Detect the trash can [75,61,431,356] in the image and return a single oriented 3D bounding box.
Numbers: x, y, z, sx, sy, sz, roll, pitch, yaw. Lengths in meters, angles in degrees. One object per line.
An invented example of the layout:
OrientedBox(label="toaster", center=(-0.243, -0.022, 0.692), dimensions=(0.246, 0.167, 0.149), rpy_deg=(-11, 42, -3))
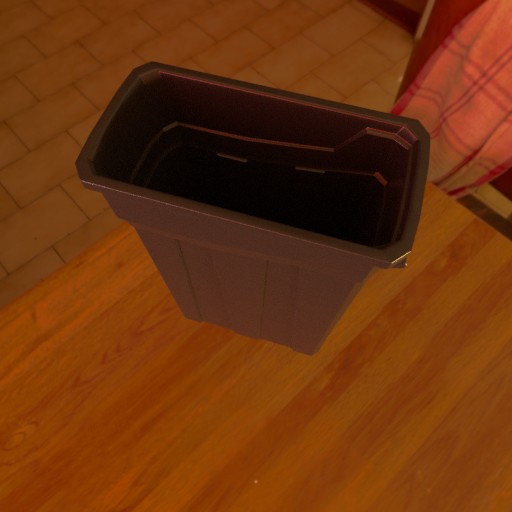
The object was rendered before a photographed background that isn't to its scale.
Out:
OrientedBox(label="trash can", center=(0.000, 0.000, 1.054), dimensions=(0.559, 0.762, 0.281), rpy_deg=(15, 64, 8))
